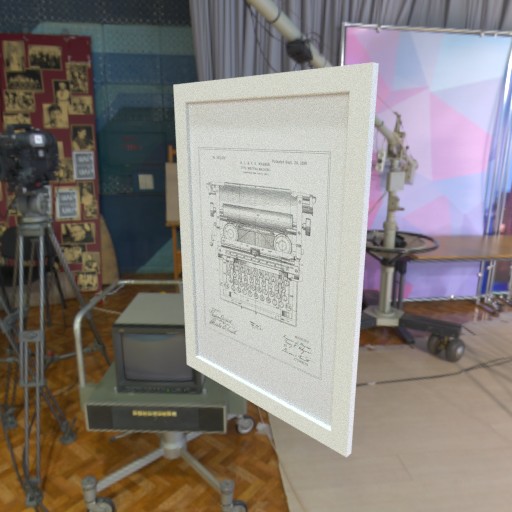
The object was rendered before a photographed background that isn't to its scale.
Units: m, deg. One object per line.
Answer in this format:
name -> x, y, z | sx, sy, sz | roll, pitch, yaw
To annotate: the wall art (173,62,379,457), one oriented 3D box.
wall art -> 0.000, 0.000, 0.705 | 0.381, 0.533, 0.013 | 15, 22, 42
